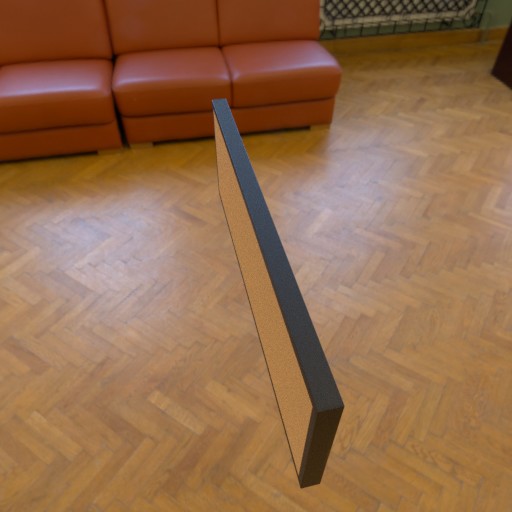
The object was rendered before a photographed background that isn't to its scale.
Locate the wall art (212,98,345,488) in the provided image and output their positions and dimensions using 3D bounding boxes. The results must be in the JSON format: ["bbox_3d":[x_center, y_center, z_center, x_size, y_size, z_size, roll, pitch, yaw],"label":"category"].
[{"bbox_3d":[0.000,0.000,0.965,0.037,0.303,0.860,-9,47,-9],"label":"wall art"}]
